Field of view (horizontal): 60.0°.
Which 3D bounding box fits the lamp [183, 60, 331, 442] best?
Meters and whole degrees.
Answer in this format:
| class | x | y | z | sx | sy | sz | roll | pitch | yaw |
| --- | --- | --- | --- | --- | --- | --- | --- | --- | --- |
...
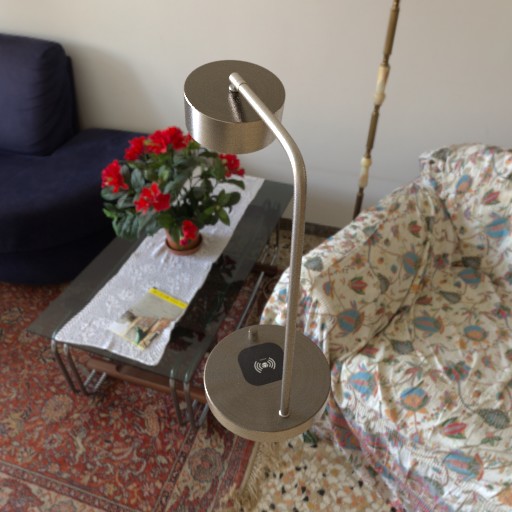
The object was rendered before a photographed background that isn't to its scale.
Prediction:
| class | x | y | z | sx | sy | sz | roll | pitch | yaw |
| --- | --- | --- | --- | --- | --- | --- | --- | --- | --- |
| lamp | 0.000 | 0.000 | 0.651 | 0.211 | 0.469 | 0.334 | -12 | 41 | -14 |
